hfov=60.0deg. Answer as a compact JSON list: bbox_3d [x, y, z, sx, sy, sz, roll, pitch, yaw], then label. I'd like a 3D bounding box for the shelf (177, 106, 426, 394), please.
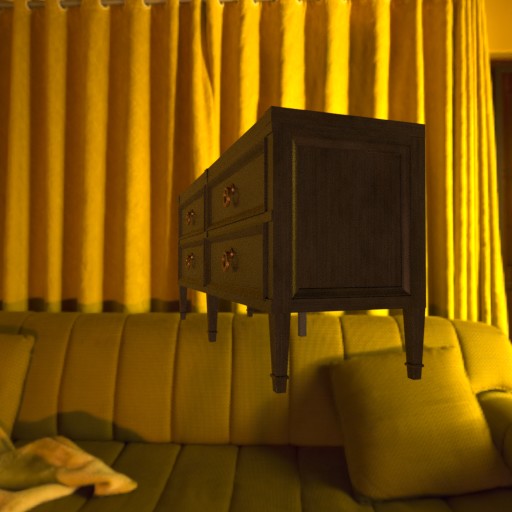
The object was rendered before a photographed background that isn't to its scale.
[{"bbox_3d":[0.000,0.000,1.911,0.479,0.719,1.575,0,-1,-18],"label":"shelf"}]
